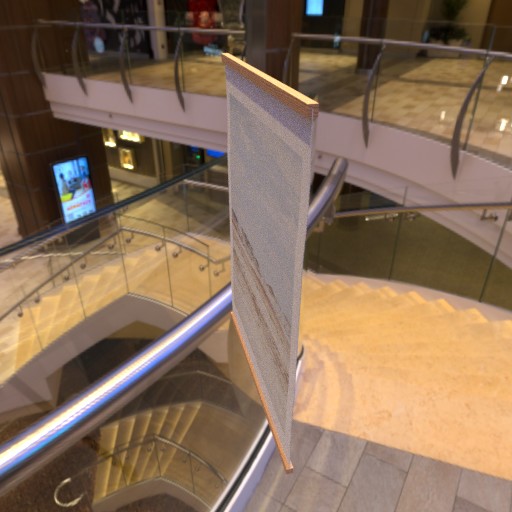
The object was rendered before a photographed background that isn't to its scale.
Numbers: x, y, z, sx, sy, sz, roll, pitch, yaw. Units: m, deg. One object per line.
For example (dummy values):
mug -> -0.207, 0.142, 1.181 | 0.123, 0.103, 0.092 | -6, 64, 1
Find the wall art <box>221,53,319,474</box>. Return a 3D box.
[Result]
wall art -> 0.000, 0.000, 1.307 | 0.020, 1.016, 0.739 | -8, 32, -13
